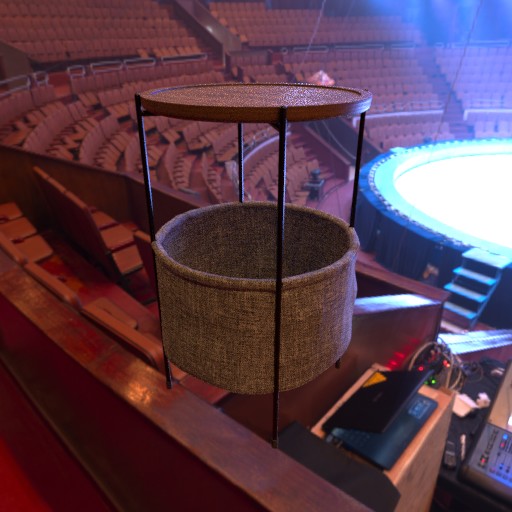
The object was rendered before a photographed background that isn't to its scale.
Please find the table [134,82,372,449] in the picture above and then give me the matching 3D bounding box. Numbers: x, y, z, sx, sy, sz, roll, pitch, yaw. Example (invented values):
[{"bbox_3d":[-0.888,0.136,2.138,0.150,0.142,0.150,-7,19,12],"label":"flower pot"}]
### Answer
[{"bbox_3d":[0.000,0.000,0.890,0.400,0.623,0.400,17,30,31],"label":"table"}]
